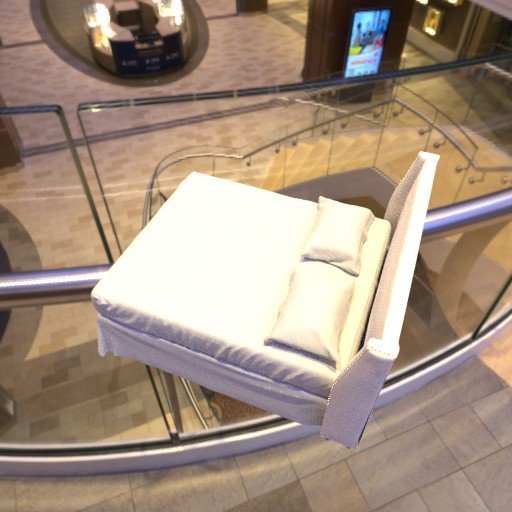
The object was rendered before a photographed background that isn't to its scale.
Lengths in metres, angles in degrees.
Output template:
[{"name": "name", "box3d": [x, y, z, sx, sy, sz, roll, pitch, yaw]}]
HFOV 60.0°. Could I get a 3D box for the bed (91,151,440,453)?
[{"name": "bed", "box3d": [0.000, 0.000, 3.526, 2.276, 1.332, 1.925, 16, 49, 15]}]
